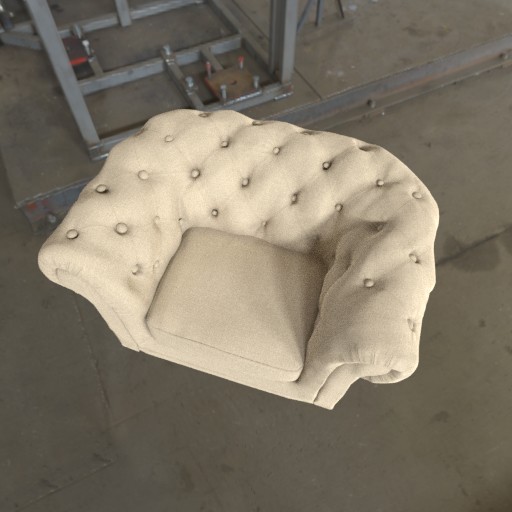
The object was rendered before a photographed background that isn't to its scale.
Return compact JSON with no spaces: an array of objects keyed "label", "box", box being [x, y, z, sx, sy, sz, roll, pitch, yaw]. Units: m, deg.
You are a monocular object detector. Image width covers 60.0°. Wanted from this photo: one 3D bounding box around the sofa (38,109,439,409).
[{"label":"sofa","box":[0.000,0.000,2.016,1.405,0.878,1.034,15,59,9]}]
